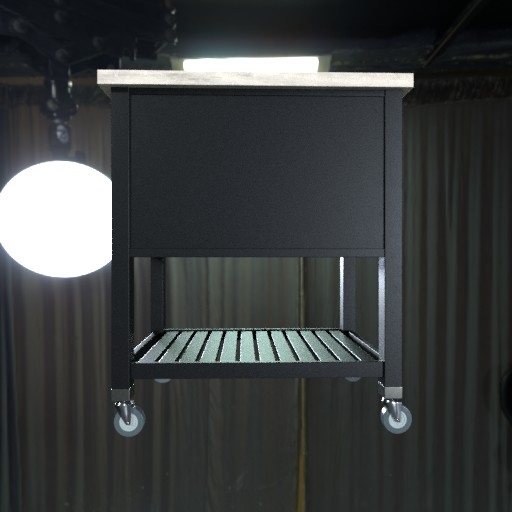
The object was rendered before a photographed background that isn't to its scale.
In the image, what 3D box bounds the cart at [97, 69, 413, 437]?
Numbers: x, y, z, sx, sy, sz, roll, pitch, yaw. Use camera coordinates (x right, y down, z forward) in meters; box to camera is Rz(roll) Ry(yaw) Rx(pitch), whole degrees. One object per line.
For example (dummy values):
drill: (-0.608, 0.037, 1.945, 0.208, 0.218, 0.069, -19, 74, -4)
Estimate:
cart: (0.000, 0.000, 1.387, 0.797, 0.920, 0.567, 0, 0, -2)
